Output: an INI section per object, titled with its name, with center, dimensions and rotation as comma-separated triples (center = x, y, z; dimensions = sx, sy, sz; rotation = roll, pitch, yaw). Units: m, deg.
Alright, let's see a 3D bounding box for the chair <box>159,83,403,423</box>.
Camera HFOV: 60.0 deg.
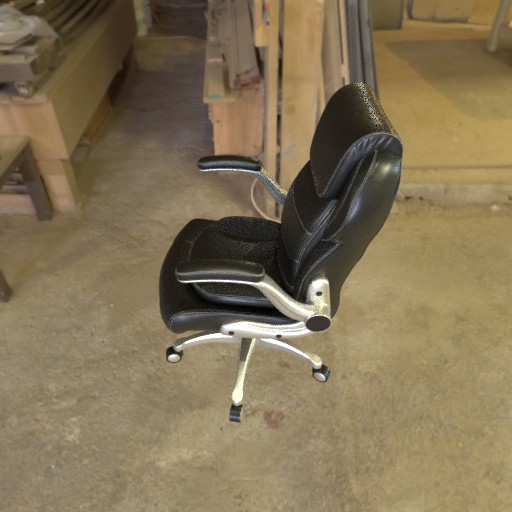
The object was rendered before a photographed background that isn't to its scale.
[chair]
center = 0.000, 0.000, 1.649
dimensions = 0.801, 1.141, 0.724
rotation = 0, 40, 0
